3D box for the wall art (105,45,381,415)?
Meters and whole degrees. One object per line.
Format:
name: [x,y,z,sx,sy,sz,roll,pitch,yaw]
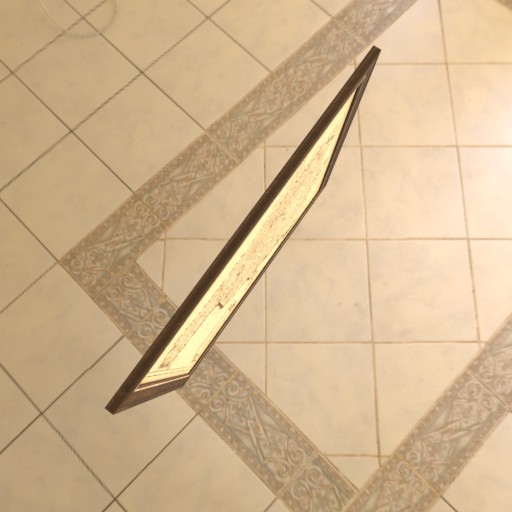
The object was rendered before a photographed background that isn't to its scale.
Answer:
wall art: [0.000,0.000,1.415,0.023,0.875,1.033,34,79,7]
